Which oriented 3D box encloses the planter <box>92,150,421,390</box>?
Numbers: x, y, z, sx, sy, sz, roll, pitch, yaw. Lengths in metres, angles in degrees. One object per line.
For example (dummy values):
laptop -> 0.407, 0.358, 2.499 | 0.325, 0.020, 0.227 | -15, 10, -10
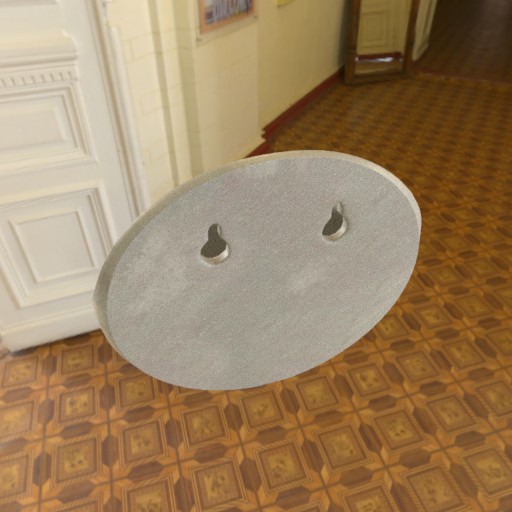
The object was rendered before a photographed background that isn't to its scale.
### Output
planter -> 0.000, 0.000, 0.271 | 0.190, 0.164, 0.073 | -11, 40, -13
